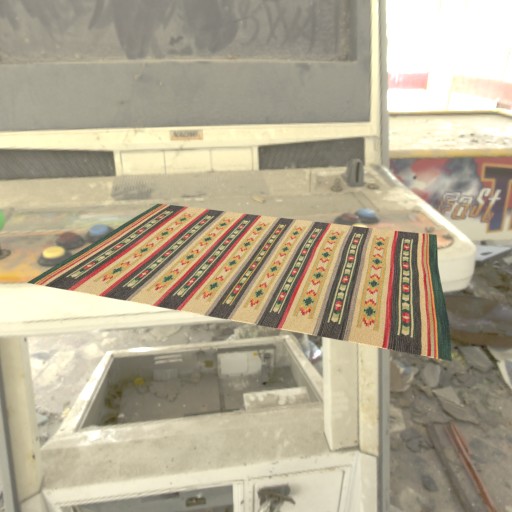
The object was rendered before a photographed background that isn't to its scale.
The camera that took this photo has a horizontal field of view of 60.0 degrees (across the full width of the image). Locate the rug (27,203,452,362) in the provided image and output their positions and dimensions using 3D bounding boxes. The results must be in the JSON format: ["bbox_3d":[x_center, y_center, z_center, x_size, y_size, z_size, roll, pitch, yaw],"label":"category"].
[{"bbox_3d":[0.000,0.000,2.913,2.311,0.010,1.522,8,26,16],"label":"rug"}]
